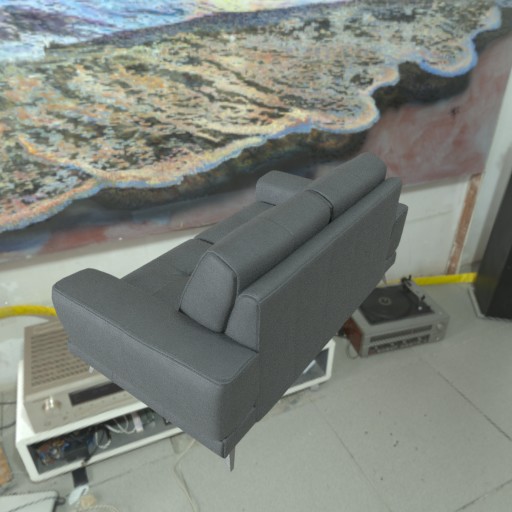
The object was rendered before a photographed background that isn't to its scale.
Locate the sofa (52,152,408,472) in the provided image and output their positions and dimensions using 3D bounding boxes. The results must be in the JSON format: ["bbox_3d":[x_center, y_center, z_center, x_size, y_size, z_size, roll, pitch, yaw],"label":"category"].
[{"bbox_3d":[0.000,0.000,2.355,1.018,0.907,1.806,21,37,30],"label":"sofa"}]
